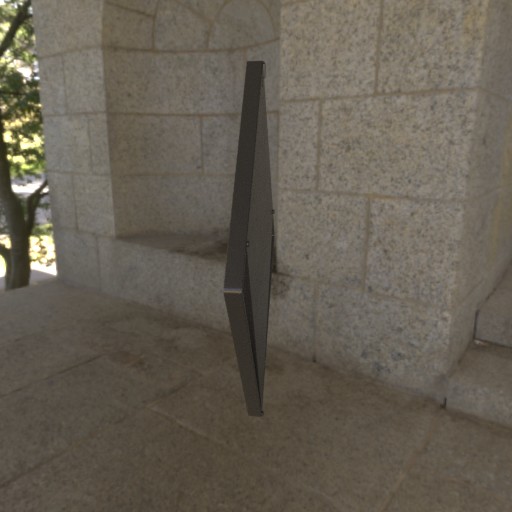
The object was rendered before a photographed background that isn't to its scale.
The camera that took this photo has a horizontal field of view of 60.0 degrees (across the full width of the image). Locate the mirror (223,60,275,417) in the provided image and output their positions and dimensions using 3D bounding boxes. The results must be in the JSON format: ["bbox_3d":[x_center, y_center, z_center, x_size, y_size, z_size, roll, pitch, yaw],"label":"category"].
[{"bbox_3d":[0.000,0.000,0.831,0.032,0.679,0.419,2,14,8],"label":"mirror"}]
